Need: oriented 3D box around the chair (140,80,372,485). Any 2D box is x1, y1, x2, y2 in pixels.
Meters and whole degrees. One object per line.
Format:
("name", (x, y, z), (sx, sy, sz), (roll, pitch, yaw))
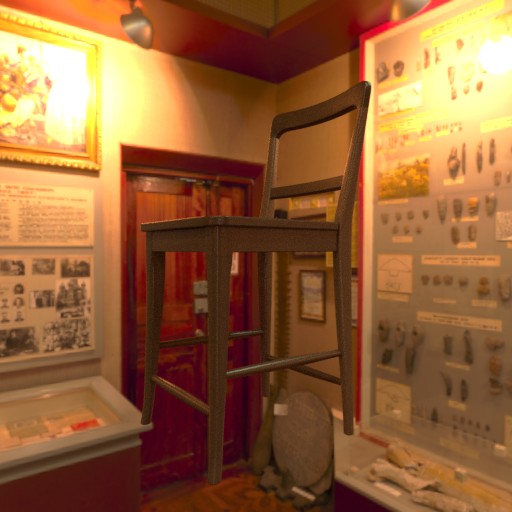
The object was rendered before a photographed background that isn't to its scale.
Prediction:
("chair", (0.000, 0.000, 1.281), (0.546, 0.991, 0.450), (-1, 1, -35))
